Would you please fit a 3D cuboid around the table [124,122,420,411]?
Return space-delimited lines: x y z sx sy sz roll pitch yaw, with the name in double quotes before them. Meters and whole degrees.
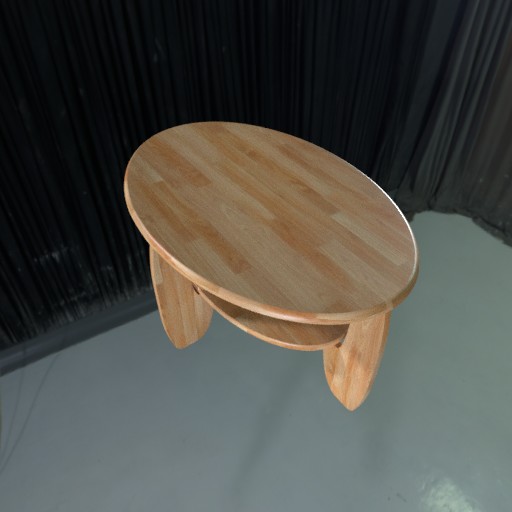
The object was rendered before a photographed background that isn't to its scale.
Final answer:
"table" 0.000 0.000 1.424 0.690 0.490 1.040 -25 48 -25
